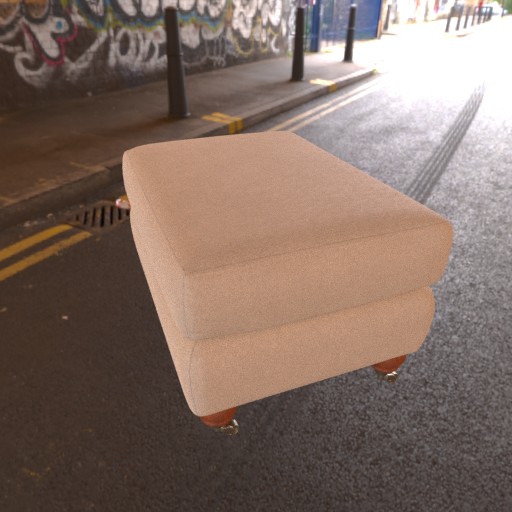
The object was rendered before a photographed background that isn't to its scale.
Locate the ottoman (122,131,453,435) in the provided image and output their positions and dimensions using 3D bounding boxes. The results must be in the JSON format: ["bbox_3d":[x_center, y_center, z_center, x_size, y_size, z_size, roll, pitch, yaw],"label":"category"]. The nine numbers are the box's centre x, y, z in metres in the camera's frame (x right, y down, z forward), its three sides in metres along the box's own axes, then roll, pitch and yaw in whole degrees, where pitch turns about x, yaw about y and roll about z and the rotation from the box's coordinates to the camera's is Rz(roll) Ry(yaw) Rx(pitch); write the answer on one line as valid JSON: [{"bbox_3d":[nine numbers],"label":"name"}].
[{"bbox_3d":[0.000,0.000,1.168,0.569,0.499,0.773,-11,32,-18],"label":"ottoman"}]
